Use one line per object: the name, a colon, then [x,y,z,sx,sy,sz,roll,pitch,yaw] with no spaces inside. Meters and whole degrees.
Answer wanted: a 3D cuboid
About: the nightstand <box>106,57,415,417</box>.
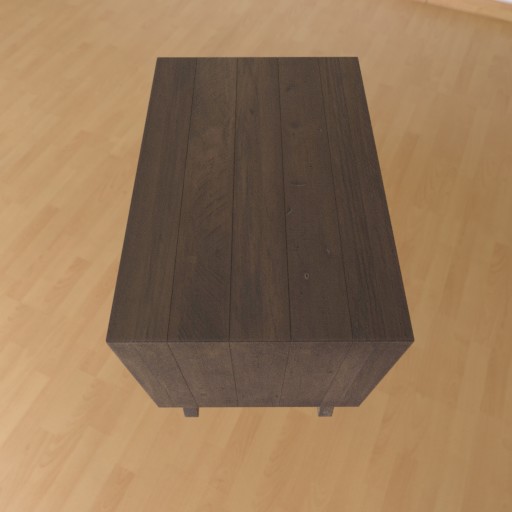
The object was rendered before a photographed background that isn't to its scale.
nightstand: [0.000,0.000,1.050,0.450,0.599,0.650,0,59,0]
